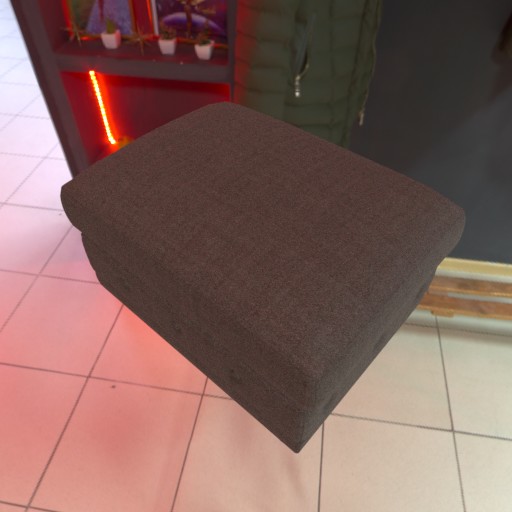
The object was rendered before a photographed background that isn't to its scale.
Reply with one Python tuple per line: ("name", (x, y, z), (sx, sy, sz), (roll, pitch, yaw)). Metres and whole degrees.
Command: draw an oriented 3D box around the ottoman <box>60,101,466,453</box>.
("ottoman", (0.000, 0.000, 1.182), (0.809, 0.555, 0.599), (33, 54, 28))
